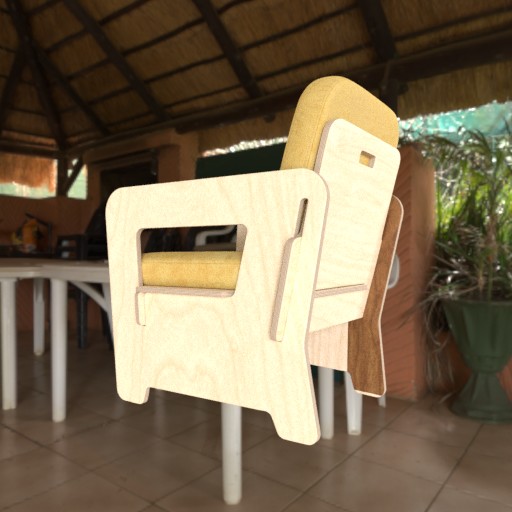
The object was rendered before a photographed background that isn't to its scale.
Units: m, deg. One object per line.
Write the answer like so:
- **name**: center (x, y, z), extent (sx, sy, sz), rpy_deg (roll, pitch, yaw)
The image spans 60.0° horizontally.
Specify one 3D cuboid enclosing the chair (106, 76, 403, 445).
- **chair**: center (0.000, 0.000, 1.272), extent (0.710, 0.800, 0.590), rpy_deg (0, 0, 36)
